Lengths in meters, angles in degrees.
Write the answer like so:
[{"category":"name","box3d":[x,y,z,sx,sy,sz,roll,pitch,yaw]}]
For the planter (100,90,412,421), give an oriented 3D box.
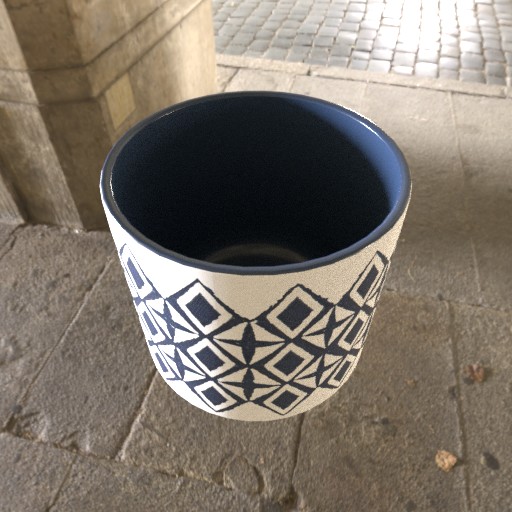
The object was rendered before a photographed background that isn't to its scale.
[{"category":"planter","box3d":[0.000,0.000,0.282,0.159,0.144,0.159,0,46,0]}]
